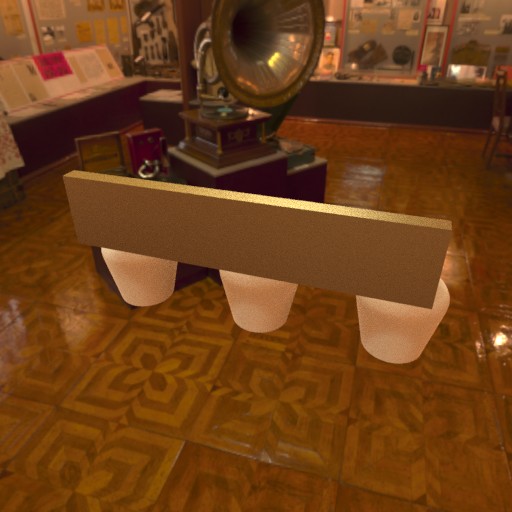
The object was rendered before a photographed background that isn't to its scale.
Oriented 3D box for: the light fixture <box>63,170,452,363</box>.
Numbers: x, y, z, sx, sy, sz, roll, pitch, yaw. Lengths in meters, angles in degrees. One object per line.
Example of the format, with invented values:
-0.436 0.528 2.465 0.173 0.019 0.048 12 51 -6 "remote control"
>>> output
0.000 0.000 0.725 0.609 0.280 0.190 10 32 16 "light fixture"
